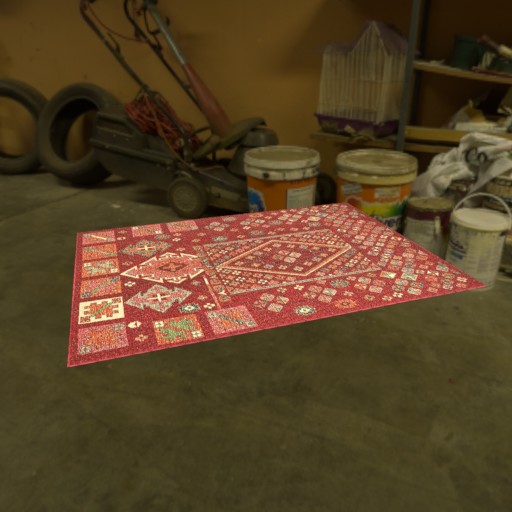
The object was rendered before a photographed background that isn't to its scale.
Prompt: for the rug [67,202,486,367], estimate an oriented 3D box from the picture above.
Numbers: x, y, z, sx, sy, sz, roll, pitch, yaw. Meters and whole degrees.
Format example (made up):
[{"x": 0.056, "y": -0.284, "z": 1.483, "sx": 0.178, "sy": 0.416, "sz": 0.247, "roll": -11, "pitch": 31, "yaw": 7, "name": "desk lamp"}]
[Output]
[{"x": 0.000, "y": 0.000, "z": 2.831, "sx": 2.184, "sy": 0.007, "sz": 1.579, "roll": -8, "pitch": 26, "yaw": -17, "name": "rug"}]
